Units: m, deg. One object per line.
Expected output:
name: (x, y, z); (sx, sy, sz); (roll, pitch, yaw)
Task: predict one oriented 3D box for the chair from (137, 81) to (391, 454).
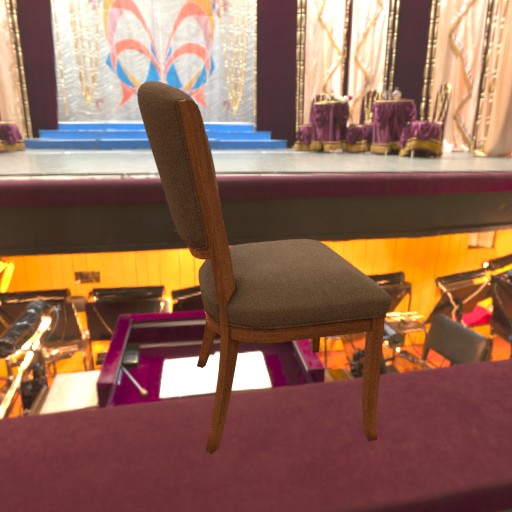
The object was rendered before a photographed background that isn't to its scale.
chair: (0.000, 0.000, 1.247); (0.584, 0.905, 0.513); (-3, 17, -10)
